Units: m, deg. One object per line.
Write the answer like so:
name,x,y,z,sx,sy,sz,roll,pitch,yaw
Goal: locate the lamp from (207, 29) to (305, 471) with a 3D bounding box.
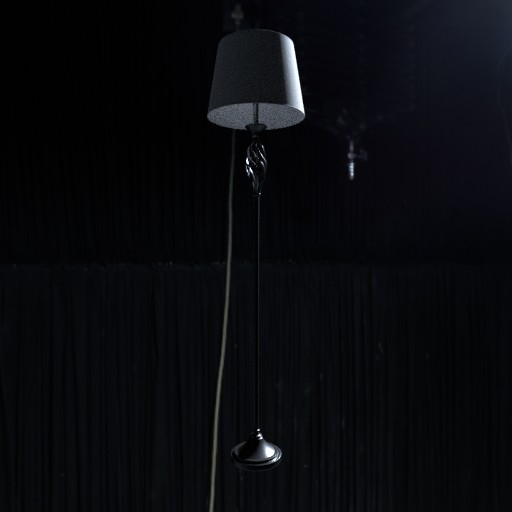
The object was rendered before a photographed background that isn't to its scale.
lamp,0.000,0.000,1.749,0.379,1.623,0.379,0,2,0
